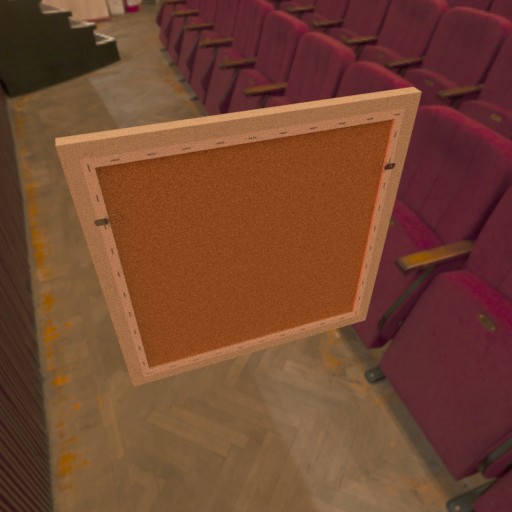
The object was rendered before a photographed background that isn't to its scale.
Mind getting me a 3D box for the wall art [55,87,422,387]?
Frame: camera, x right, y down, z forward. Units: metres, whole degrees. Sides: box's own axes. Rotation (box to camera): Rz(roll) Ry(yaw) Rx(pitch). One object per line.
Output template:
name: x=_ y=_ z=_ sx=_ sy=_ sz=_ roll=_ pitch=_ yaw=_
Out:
wall art: x=0.000 y=0.000 z=1.520 sx=1.016 sy=1.016 sz=0.045 roll=-13 pitch=43 yaw=-14
